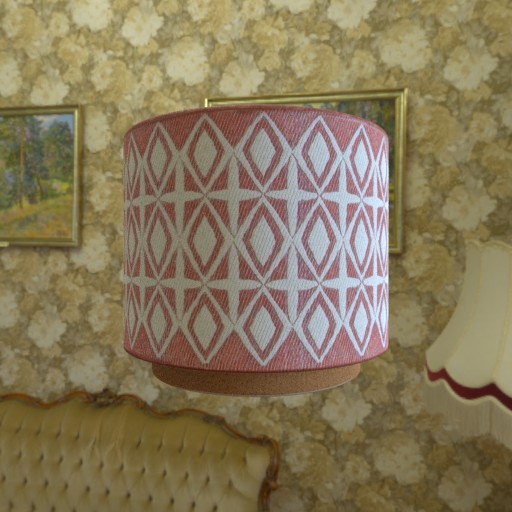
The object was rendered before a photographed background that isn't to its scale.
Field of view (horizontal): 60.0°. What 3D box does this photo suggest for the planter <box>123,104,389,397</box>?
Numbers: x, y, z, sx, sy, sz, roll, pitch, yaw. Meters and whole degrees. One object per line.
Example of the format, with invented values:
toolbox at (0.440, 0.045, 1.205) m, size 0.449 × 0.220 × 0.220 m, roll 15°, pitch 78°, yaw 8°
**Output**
planter at (0.000, 0.000, 0.477) m, size 0.273 × 0.237 × 0.273 m, roll 0°, pitch 0°, yaw 0°
